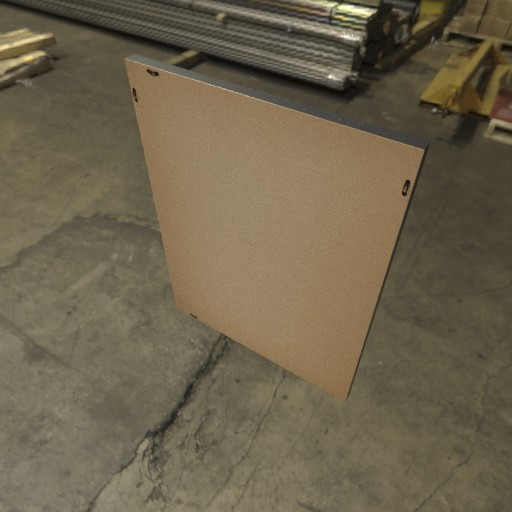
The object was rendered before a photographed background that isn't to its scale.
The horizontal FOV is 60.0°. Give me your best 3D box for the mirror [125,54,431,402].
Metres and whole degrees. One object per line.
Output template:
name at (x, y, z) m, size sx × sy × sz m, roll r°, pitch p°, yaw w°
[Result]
mirror at (0.000, 0.000, 1.336) m, size 0.762 × 1.016 × 0.040 m, roll 25°, pitch 51°, yaw 22°
